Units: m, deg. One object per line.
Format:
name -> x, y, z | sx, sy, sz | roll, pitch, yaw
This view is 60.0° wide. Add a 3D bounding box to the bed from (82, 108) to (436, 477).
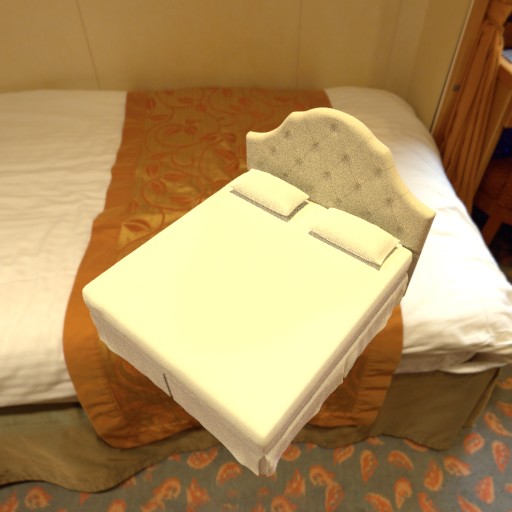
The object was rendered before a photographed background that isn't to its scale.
bed -> 0.000, 0.000, 3.590 | 2.008, 1.615, 2.214 | 31, 53, 26
